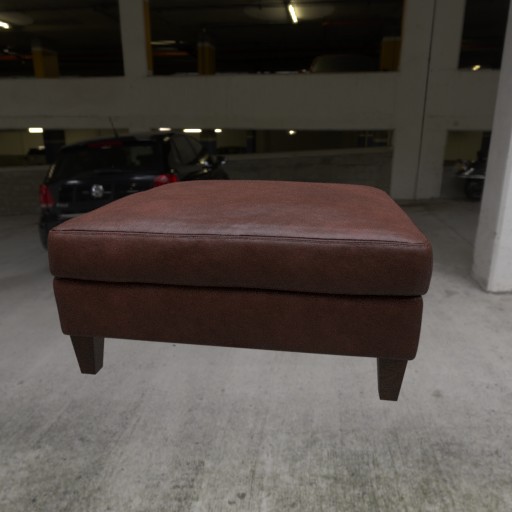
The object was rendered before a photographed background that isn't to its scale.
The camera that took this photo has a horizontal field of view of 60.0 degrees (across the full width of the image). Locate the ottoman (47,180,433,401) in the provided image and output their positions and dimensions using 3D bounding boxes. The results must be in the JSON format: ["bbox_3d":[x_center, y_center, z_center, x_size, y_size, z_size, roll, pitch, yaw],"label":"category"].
[{"bbox_3d":[0.000,0.000,1.328,0.836,0.415,0.844,2,16,8],"label":"ottoman"}]
